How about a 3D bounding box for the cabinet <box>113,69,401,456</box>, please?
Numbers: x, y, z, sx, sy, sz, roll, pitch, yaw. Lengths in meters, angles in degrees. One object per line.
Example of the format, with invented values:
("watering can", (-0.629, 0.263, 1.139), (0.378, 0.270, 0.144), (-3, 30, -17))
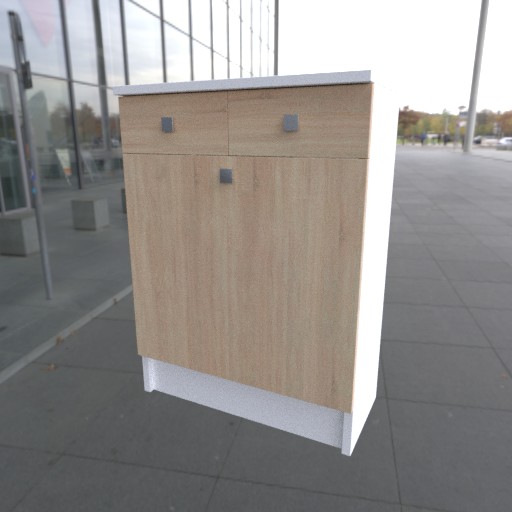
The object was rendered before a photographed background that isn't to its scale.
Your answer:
("cabinet", (0.000, 0.000, 1.132), (0.600, 0.815, 0.296), (8, 17, 26))
